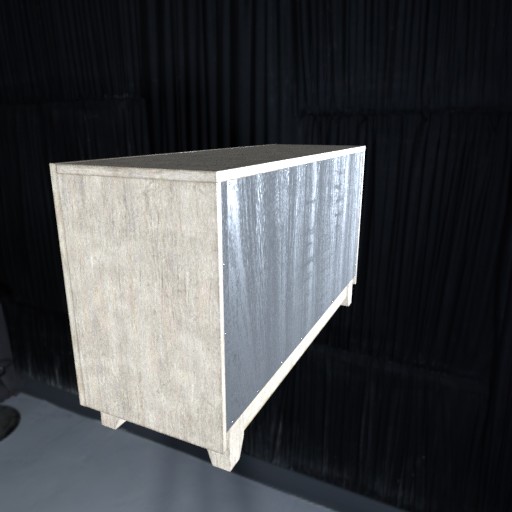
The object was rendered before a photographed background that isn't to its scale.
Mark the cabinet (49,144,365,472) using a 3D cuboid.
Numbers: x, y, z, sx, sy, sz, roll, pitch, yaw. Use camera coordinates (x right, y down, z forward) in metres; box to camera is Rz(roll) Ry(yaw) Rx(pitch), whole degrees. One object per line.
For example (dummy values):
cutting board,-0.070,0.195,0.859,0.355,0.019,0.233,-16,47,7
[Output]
cabinet,0.000,0.000,1.800,0.511,0.825,1.460,8,18,24
